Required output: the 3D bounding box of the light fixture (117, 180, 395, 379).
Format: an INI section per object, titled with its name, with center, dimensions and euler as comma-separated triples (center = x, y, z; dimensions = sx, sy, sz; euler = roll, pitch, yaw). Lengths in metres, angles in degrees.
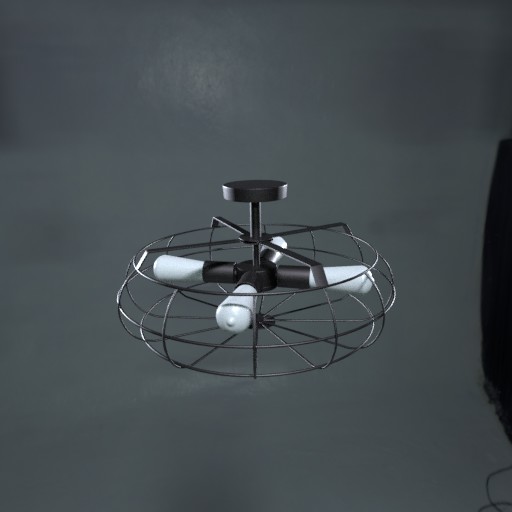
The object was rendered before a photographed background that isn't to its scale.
[light fixture]
center = 0.000, 0.000, 0.952
dimensions = 0.582, 0.311, 0.582
euler = 0, 17, 0
